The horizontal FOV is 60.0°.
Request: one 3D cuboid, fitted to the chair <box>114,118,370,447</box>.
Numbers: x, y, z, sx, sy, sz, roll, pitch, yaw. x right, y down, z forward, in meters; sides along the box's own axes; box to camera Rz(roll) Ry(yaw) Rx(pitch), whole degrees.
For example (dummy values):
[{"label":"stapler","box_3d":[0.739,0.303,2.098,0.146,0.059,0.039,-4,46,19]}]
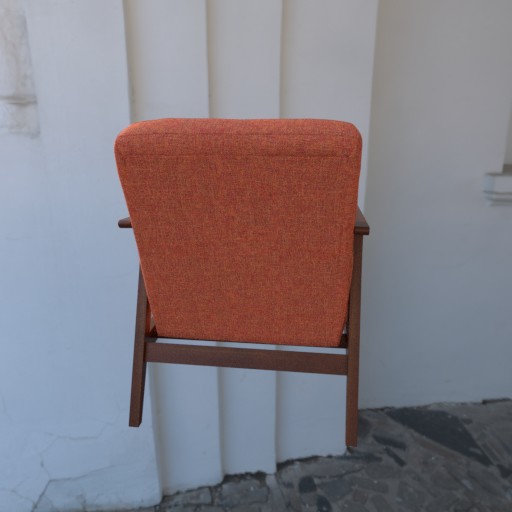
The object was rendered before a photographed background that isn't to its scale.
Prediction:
[{"label":"chair","box_3d":[0.000,0.000,1.524,0.719,0.890,0.860,2,16,7]}]
